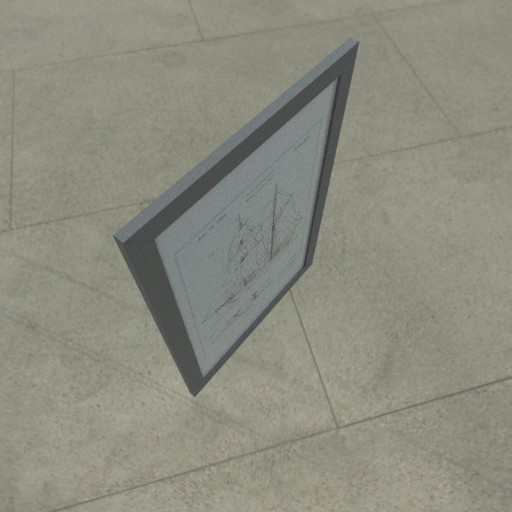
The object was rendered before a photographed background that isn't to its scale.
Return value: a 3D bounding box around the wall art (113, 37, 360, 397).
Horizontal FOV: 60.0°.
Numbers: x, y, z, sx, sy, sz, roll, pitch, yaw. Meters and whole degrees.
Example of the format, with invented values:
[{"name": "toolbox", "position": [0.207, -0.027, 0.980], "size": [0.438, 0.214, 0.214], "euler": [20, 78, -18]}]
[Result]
[{"name": "wall art", "position": [0.000, 0.000, 0.690], "size": [0.013, 0.534, 0.380], "euler": [35, 65, 19]}]
